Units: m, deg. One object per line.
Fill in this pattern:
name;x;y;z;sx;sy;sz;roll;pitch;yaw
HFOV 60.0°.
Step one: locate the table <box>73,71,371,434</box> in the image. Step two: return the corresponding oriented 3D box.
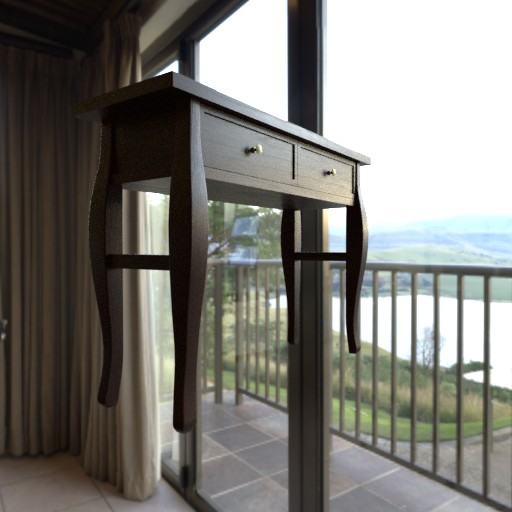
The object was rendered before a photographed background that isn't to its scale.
table;0.000;0.000;1.437;0.373;0.768;1.062;1;1;36
